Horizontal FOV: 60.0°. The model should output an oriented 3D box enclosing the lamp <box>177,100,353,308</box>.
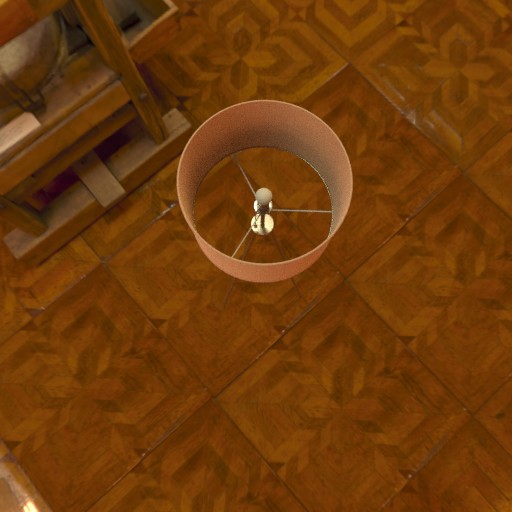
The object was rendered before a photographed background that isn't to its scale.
[{"bbox_3d":[0.000,0.000,1.775,0.460,1.545,0.449,-38,80,-8],"label":"lamp"}]
